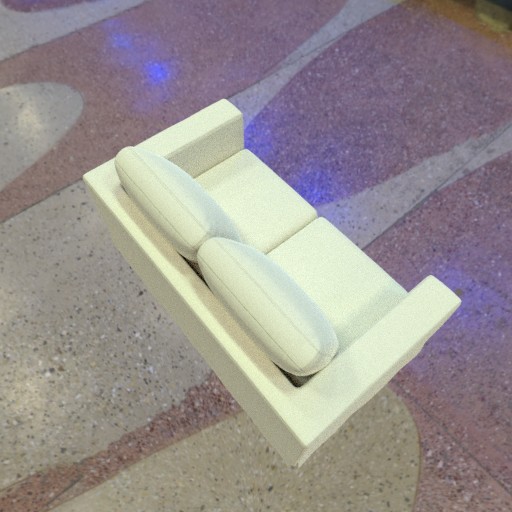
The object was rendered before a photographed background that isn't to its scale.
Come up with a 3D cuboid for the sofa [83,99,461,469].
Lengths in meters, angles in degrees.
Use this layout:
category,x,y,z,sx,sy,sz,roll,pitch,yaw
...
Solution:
category,x,y,z,sx,sy,sz,roll,pitch,yaw
sofa,0.000,0.000,2.395,1.009,0.932,1.813,-35,65,-19
